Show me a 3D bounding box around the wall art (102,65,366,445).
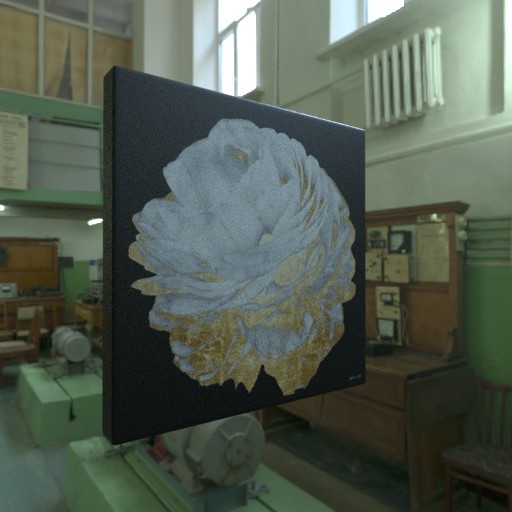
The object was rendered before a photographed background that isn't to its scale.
[{"bbox_3d":[0.000,0.000,0.606,0.406,0.407,0.041,0,-1,-36],"label":"wall art"}]
